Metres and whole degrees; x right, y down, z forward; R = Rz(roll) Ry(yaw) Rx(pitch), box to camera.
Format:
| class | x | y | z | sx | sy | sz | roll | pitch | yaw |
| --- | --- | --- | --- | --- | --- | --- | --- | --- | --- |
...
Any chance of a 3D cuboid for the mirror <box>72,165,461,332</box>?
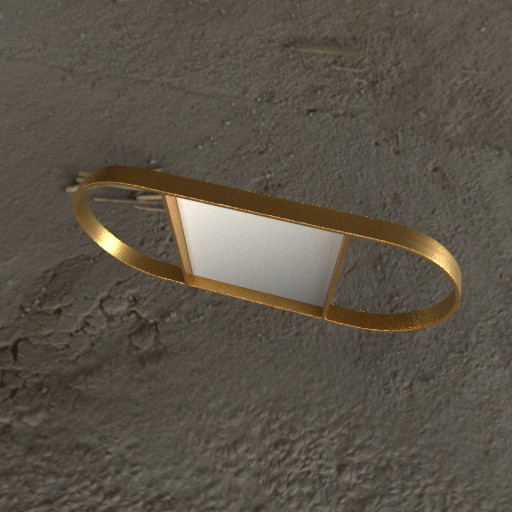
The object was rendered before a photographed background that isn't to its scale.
| class | x | y | z | sx | sy | sz | roll | pitch | yaw |
| --- | --- | --- | --- | --- | --- | --- | --- | --- | --- |
| mirror | 0.000 | 0.000 | 0.670 | 0.584 | 0.254 | 0.032 | 13 | 58 | 8 |
